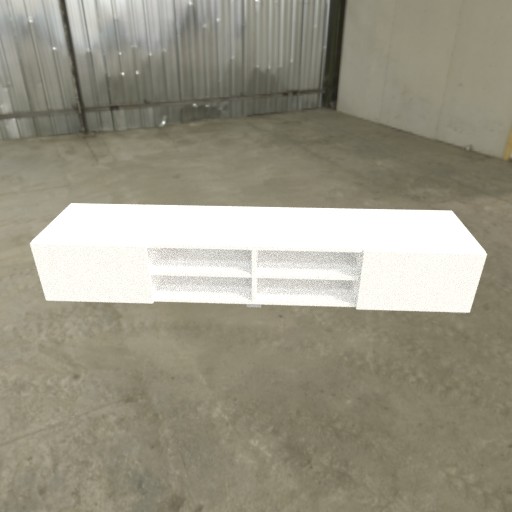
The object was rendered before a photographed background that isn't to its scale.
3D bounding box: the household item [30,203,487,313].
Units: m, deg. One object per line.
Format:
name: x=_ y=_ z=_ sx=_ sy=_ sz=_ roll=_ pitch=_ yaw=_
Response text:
household item: x=0.000 y=0.000 z=2.047 sx=1.850 sy=0.310 sz=0.420 roll=1 pitch=30 yaw=2
